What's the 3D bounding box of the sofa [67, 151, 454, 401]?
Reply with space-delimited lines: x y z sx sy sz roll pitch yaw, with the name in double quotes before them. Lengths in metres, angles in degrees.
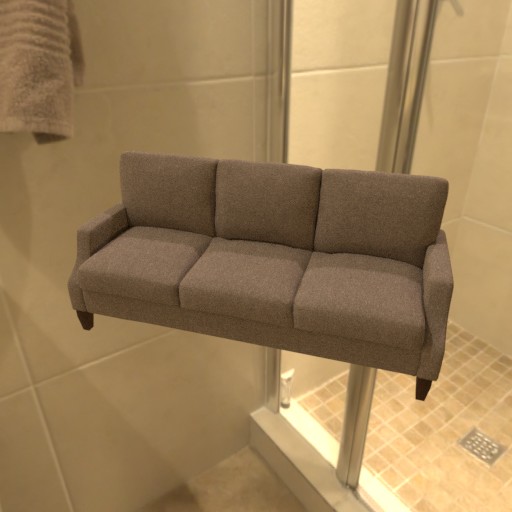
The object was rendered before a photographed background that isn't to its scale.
"sofa" 0.000 0.000 2.631 2.115 0.984 0.888 8 29 15
